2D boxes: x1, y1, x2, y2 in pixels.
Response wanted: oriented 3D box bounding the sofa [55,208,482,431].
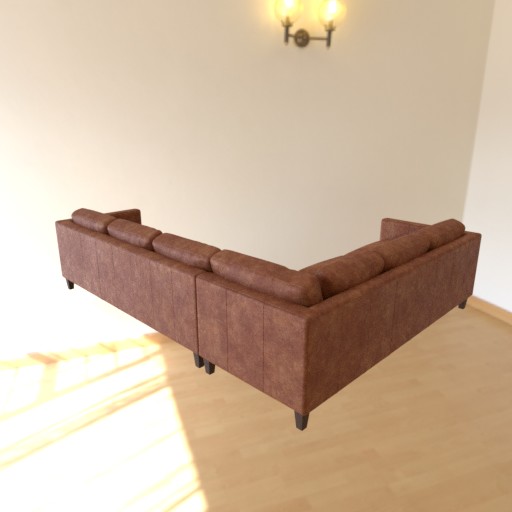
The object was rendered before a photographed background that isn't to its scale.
[{"bbox_3d":[0.000,0.000,4.176,3.150,0.838,2.438,16,24,42],"label":"sofa"}]
